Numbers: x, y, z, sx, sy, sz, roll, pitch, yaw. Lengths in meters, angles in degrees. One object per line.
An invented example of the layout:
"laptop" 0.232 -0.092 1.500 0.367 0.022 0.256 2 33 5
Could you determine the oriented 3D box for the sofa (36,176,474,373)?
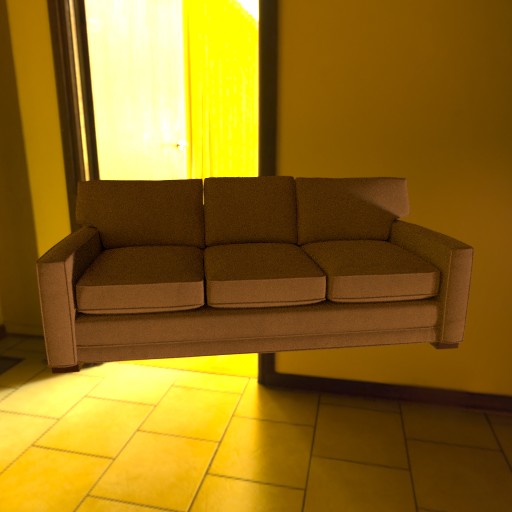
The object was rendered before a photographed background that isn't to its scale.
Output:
"sofa" 0.000 0.000 2.540 2.093 0.862 0.936 -2 14 -7
